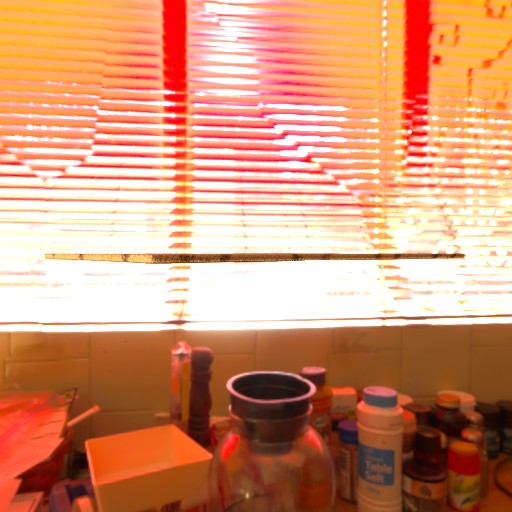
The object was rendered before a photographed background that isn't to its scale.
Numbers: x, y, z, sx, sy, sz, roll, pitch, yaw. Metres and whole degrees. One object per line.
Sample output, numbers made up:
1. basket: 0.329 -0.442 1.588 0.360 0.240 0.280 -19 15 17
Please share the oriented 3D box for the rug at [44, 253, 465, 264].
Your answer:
1. rug: 0.000 0.000 2.091 1.600 0.025 1.200 0 1 -38
